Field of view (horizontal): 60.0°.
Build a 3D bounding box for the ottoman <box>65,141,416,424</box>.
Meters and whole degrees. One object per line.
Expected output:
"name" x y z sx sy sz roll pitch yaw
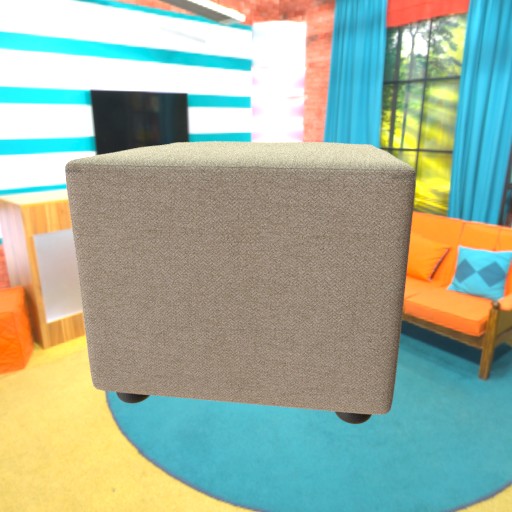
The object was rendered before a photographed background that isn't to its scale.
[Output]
"ottoman" 0.000 0.000 0.887 0.508 0.432 0.508 2 17 8
